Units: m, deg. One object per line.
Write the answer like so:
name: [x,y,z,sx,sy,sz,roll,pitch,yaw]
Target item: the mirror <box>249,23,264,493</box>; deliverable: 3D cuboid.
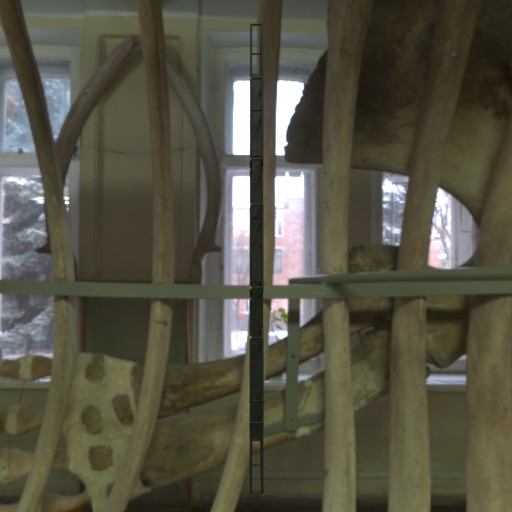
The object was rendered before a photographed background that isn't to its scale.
mirror: [0.000,0.000,1.368,0.037,1.192,0.565,0,-2,0]
